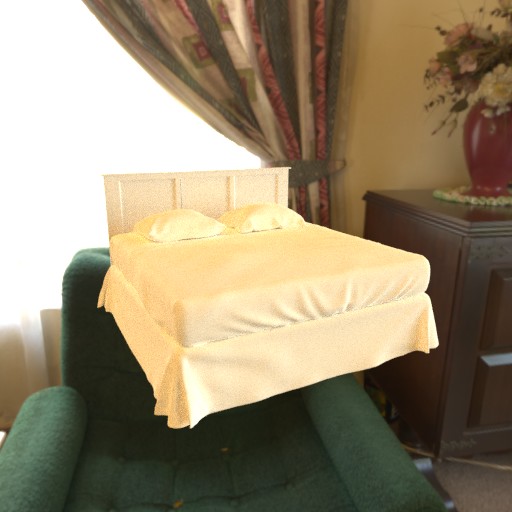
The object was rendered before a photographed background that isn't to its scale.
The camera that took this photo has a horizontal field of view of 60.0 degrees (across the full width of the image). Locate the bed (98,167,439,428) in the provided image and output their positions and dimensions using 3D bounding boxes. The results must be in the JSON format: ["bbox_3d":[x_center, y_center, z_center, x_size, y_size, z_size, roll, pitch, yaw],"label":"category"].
[{"bbox_3d":[0.000,0.000,3.697,2.317,1.273,2.215,-8,17,-27],"label":"bed"}]
